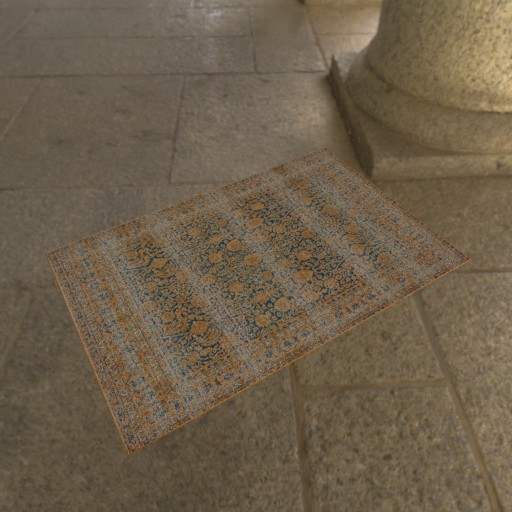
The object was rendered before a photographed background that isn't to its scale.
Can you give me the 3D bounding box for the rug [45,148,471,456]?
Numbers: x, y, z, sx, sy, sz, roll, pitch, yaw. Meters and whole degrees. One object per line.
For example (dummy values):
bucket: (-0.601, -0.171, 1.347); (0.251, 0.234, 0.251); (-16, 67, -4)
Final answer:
rug: (0.000, 0.000, 2.901); (2.336, 0.007, 1.525); (-24, 51, -21)
